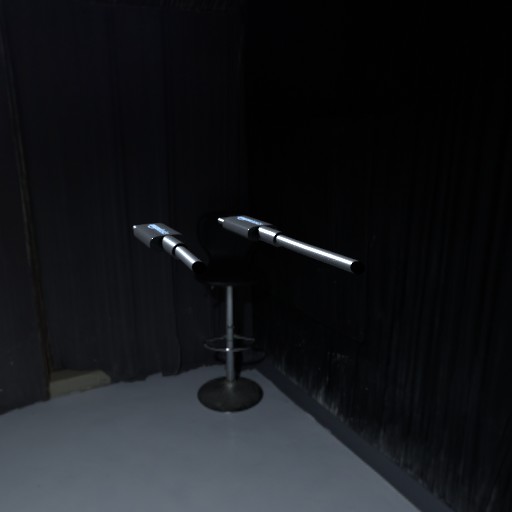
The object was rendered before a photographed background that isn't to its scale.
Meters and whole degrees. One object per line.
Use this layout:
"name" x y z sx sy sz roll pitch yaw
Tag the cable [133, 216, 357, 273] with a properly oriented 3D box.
"cable" 0.000 0.000 0.110 0.041 0.005 0.098 -8 17 -27
